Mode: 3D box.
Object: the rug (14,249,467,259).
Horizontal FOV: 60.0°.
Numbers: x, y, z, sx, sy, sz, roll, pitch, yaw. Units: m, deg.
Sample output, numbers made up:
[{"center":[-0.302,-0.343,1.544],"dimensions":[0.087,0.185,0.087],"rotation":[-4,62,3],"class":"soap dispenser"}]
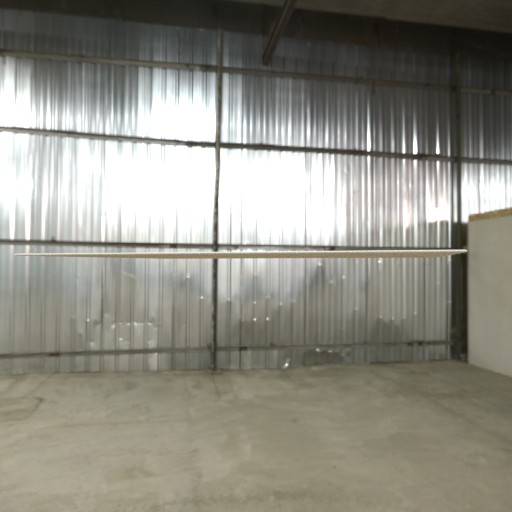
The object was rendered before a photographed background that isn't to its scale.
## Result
[{"center":[0.000,0.000,2.683],"dimensions":[2.142,0.010,1.533],"rotation":[0,-1,18],"class":"rug"}]
